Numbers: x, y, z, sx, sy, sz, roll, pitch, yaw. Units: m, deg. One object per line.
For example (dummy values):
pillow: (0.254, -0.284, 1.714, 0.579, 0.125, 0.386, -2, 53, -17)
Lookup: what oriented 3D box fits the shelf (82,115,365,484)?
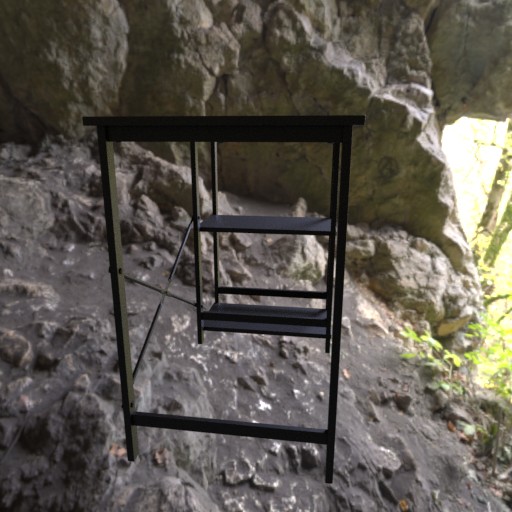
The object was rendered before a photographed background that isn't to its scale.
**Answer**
shelf: (0.000, 0.000, 1.291, 0.498, 0.749, 0.902, 2, 16, 8)
